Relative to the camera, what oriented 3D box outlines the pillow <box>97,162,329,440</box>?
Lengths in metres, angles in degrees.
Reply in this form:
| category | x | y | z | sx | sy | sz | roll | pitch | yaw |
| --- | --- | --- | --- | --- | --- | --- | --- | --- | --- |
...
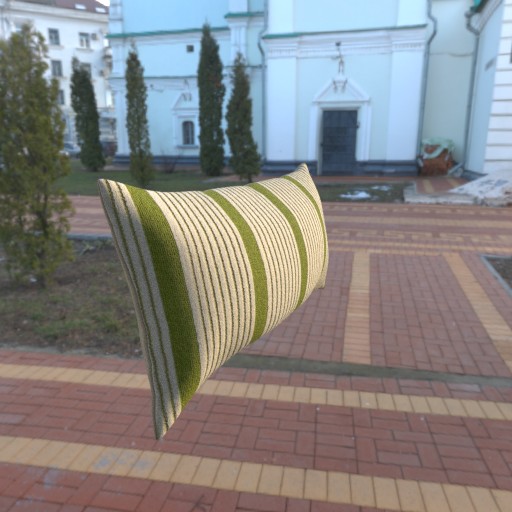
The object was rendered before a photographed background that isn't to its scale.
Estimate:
| category | x | y | z | sx | sy | sz | roll | pitch | yaw |
| --- | --- | --- | --- | --- | --- | --- | --- | --- | --- |
| pillow | 0.000 | 0.000 | 0.741 | 0.156 | 0.292 | 0.608 | 7 | 16 | 26 |
